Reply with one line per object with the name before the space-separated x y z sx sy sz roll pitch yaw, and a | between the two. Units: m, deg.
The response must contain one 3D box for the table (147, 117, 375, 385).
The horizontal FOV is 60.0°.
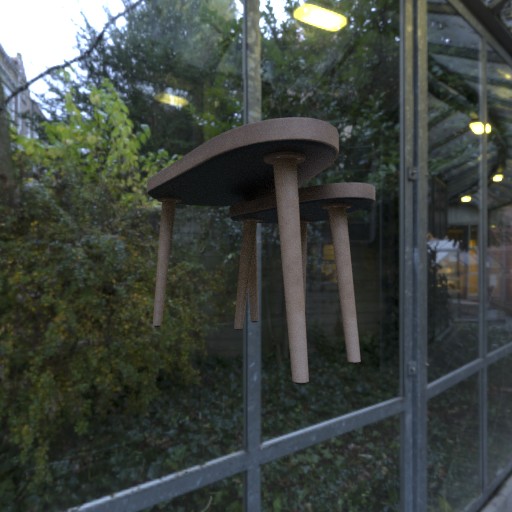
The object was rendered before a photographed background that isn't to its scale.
table | 0.000 0.000 1.561 0.701 0.595 1.190 0 -1 -18
